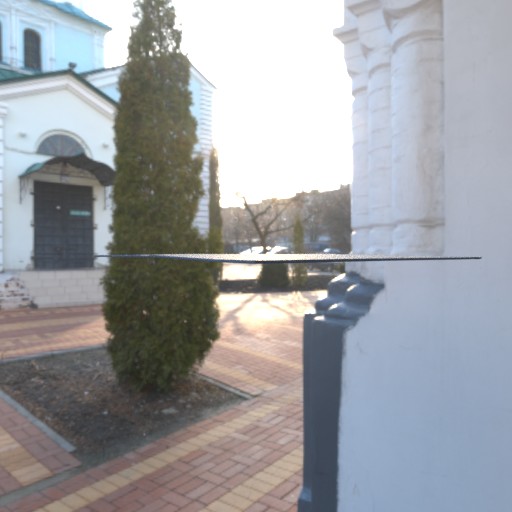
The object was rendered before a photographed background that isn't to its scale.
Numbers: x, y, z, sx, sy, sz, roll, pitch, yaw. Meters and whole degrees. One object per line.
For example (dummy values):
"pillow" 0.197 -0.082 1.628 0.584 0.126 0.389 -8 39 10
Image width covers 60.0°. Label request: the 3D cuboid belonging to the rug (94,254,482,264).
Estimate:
"rug" 0.000 0.000 3.111 1.624 0.030 2.349 -1 1 -34
